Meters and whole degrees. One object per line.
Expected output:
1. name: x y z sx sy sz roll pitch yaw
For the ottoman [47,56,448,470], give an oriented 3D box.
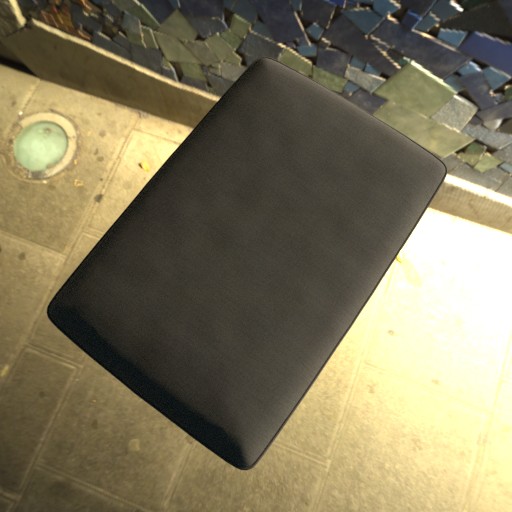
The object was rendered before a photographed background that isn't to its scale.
1. ottoman: 0.000 0.000 1.296 0.636 0.480 0.941 35 77 9
